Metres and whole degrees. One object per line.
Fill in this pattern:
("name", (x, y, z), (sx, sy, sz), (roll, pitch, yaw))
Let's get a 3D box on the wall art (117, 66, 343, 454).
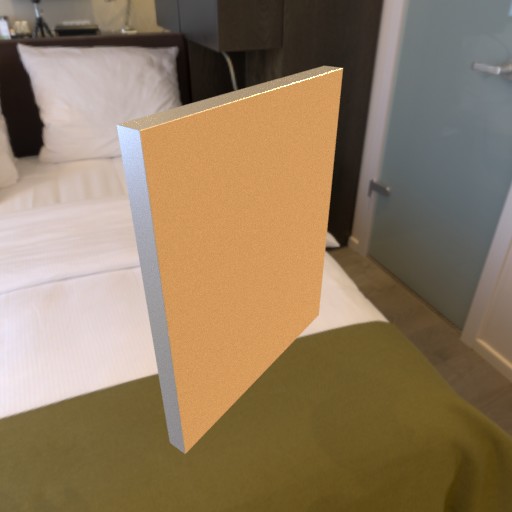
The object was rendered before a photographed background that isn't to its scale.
("wall art", (0.000, 0.000, 0.765), (0.038, 0.549, 0.452), (22, 38, 30))
